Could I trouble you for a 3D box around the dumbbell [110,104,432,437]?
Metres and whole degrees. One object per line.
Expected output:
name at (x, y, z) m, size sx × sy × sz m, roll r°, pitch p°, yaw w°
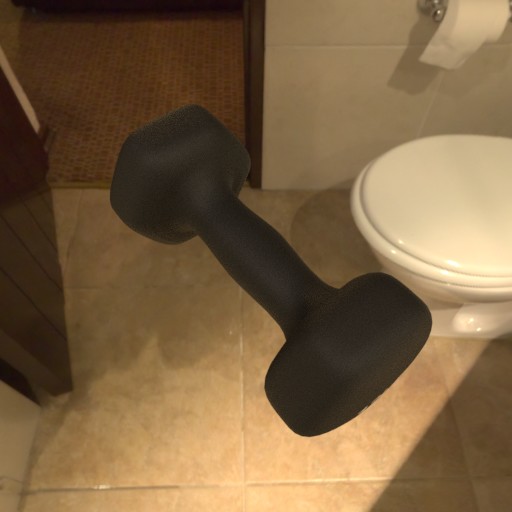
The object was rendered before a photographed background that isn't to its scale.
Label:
dumbbell at (0.000, 0.000, 0.297) m, size 0.112 × 0.101 × 0.231 m, roll -34°, pitch 63°, yaw -20°
